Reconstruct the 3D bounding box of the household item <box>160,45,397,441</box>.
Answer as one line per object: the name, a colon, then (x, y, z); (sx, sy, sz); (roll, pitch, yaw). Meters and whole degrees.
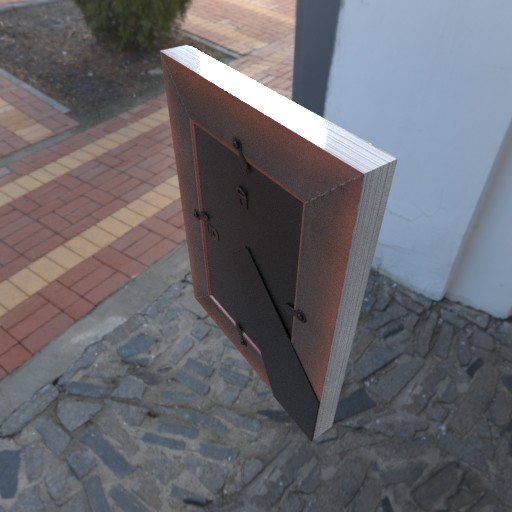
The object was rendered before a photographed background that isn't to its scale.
household item: (0.000, 0.000, 0.289); (0.025, 0.216, 0.165); (-26, 49, -25)
